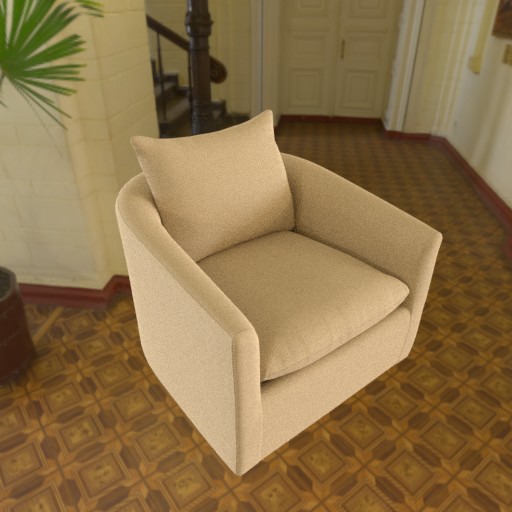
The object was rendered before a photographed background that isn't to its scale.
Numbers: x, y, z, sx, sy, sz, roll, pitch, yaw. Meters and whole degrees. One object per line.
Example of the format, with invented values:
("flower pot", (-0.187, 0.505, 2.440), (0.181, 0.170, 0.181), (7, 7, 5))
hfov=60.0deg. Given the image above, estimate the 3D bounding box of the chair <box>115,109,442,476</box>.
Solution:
("chair", (0.000, 0.000, 1.580), (0.845, 0.848, 0.910), (-22, 37, -32))
